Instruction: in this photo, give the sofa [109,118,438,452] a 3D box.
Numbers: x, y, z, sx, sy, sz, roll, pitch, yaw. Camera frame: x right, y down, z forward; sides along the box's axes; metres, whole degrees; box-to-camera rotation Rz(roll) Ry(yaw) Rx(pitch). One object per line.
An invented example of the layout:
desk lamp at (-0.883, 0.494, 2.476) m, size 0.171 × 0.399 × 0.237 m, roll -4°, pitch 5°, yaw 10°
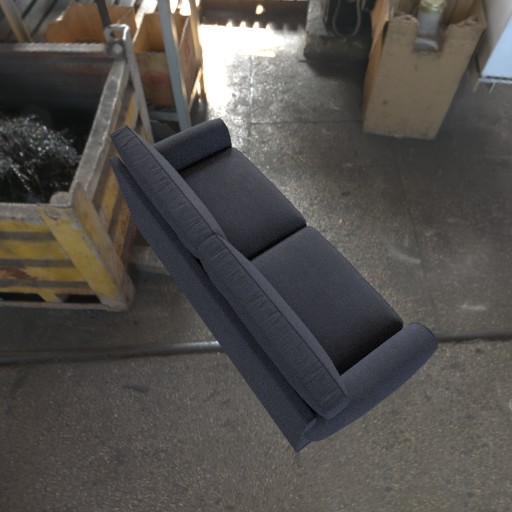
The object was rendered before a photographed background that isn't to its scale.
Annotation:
sofa at (0.000, 0.000, 2.990) m, size 0.954 × 1.026 × 2.391 m, roll -31°, pitch 63°, yaw -18°
